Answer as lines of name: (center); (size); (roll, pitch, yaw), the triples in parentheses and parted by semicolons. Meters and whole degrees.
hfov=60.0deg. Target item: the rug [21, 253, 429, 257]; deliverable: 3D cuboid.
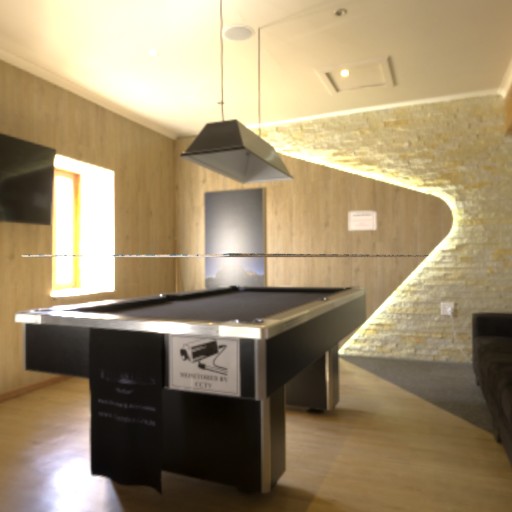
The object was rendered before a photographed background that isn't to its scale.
rug: (0.000, 0.000, 2.305); (1.209, 0.011, 1.830); (0, 0, 38)
